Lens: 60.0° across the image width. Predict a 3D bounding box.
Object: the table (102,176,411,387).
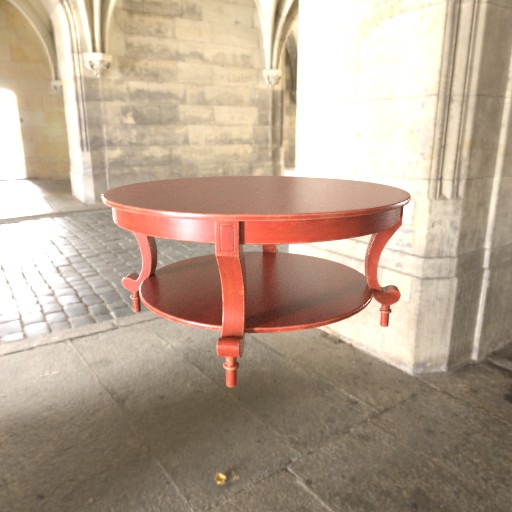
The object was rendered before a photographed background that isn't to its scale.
[{"bbox_3d":[0.000,0.000,1.614,1.029,0.486,1.029,0,15,0],"label":"table"}]
